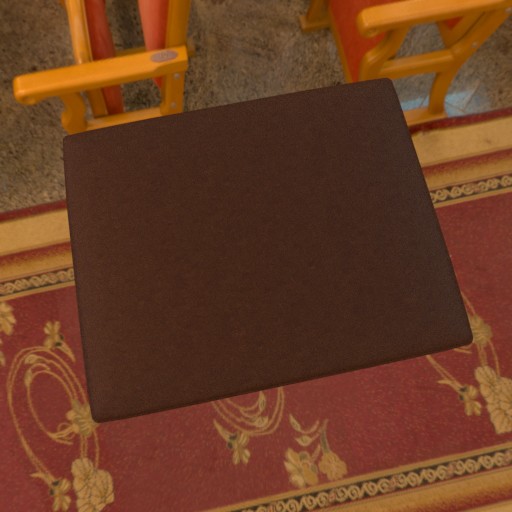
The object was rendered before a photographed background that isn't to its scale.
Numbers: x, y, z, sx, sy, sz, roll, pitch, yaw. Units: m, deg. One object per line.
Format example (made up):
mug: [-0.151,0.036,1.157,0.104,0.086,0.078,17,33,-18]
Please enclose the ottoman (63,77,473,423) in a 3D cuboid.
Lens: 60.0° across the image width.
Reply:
ottoman: [0.000,0.000,1.724,1.187,0.730,0.967,-11,76,-3]
